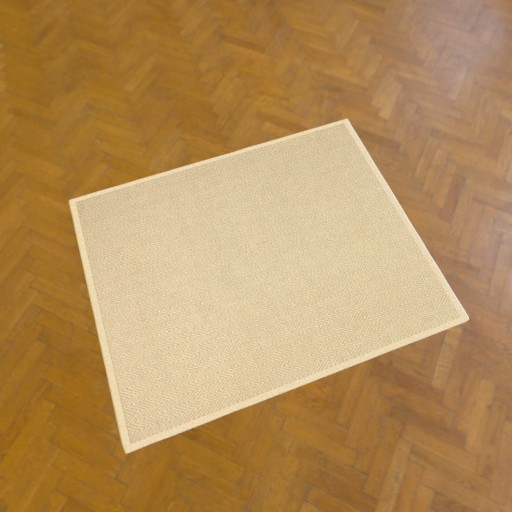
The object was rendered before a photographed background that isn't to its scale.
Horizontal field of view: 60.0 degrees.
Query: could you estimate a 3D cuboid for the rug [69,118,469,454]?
[{"bbox_3d":[0.000,0.000,4.055,3.009,0.019,2.423,-18,65,-9],"label":"rug"}]
